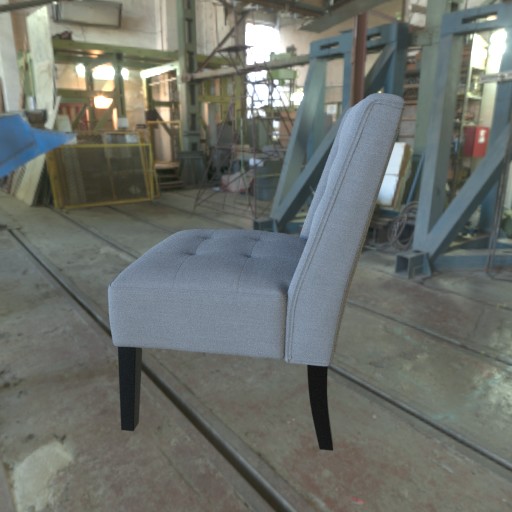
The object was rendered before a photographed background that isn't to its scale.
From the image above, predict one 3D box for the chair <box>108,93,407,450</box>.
[{"bbox_3d":[0.000,0.000,1.283,0.676,0.853,0.569,2,16,7],"label":"chair"}]
